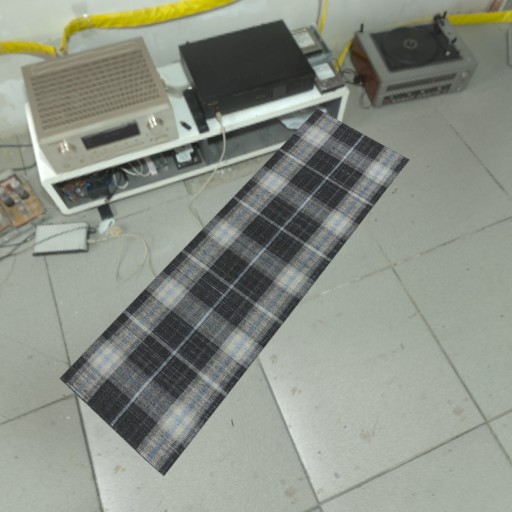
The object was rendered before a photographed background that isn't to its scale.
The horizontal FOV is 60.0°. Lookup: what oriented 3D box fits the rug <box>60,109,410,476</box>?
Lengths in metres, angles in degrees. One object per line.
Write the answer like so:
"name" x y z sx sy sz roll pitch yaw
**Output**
"rug" 0.000 0.000 2.676 0.760 0.012 2.434 35 68 16
